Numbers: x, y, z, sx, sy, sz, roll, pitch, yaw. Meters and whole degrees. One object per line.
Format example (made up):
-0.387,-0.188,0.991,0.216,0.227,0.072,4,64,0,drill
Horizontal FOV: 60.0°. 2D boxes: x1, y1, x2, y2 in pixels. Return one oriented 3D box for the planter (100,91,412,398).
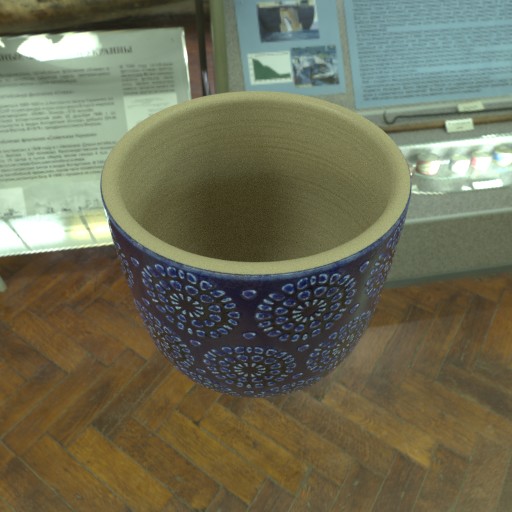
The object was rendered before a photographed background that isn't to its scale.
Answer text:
0.000,0.000,0.291,0.165,0.149,0.165,0,46,0,planter
